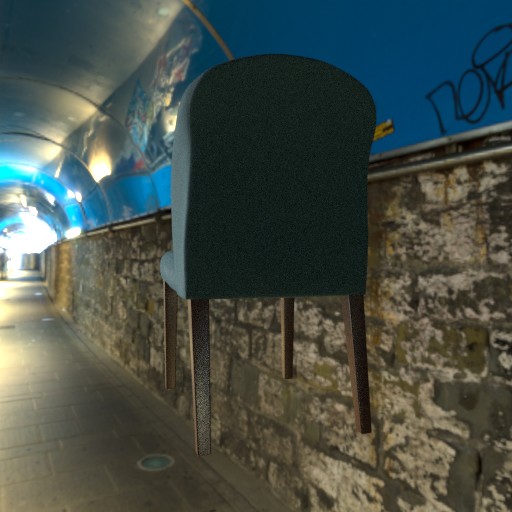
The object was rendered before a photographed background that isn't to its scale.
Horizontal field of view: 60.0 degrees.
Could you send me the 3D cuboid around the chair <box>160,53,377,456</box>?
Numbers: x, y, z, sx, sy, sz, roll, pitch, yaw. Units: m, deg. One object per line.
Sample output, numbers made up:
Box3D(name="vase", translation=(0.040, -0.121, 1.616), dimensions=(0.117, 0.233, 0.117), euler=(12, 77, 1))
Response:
Box3D(name="chair", translation=(0.000, 0.000, 1.264), dimensions=(0.507, 0.879, 0.620), euler=(0, -1, -18))
